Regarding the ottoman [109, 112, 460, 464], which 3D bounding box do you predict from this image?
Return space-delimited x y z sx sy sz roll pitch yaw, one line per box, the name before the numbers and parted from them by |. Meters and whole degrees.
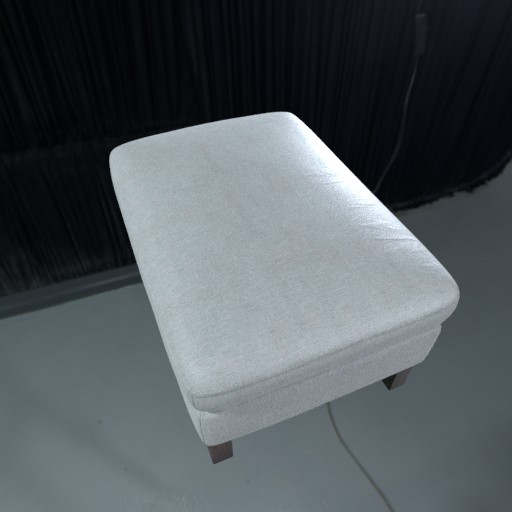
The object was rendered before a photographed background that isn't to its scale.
ottoman | 0.000 0.000 1.037 0.528 0.404 0.735 -16 48 -16
